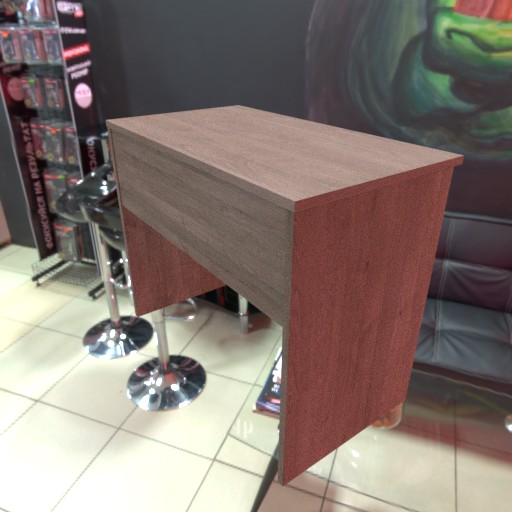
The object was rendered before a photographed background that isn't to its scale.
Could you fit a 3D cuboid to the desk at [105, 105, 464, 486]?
[{"bbox_3d":[0.000,0.000,1.344,0.498,0.724,0.893,-19,33,-32],"label":"desk"}]
